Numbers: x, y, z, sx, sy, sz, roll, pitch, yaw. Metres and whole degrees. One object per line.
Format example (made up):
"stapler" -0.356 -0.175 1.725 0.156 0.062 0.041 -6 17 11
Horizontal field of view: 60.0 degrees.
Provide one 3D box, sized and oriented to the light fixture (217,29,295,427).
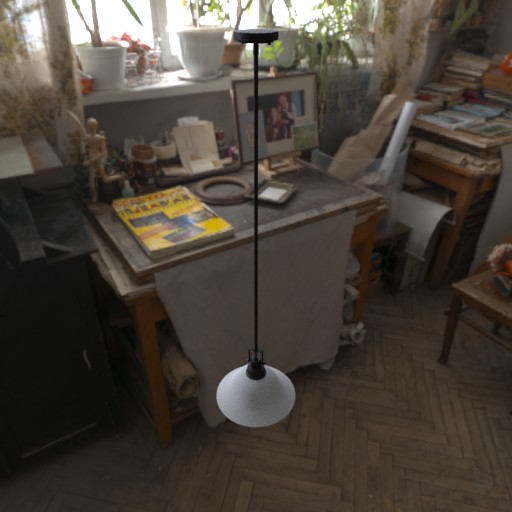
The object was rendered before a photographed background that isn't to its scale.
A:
"light fixture" 0.000 0.000 1.471 0.324 1.337 0.324 10 33 15
